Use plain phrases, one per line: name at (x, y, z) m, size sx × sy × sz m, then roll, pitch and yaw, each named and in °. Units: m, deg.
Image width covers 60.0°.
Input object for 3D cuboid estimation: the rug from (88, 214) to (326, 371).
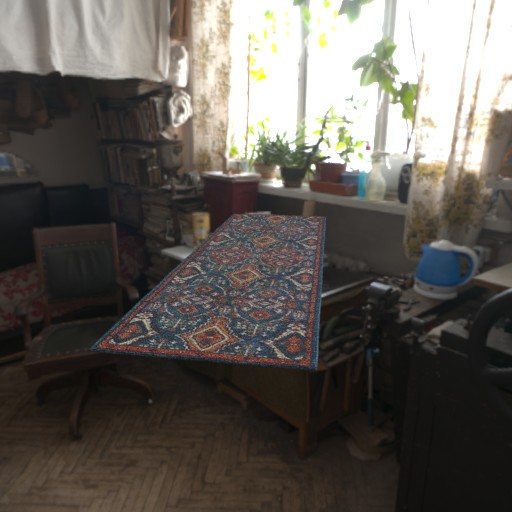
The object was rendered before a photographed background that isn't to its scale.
rug at (0.000, 0.000, 2.646) m, size 0.801 × 0.010 × 2.459 m, roll 3°, pitch 17°, yaw 9°
